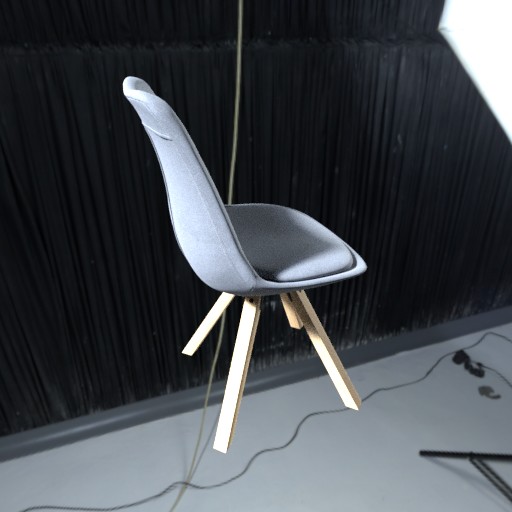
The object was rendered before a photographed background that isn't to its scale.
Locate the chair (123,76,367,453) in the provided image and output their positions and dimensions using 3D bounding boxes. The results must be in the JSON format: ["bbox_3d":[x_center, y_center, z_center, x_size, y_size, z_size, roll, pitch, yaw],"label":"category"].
[{"bbox_3d":[0.000,0.000,1.150,0.549,0.863,0.474,-10,30,-17],"label":"chair"}]
